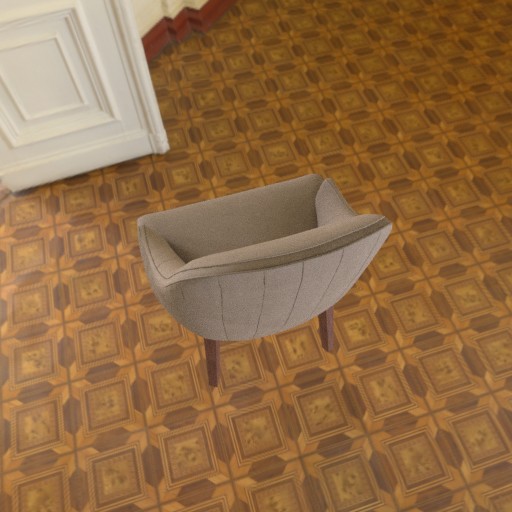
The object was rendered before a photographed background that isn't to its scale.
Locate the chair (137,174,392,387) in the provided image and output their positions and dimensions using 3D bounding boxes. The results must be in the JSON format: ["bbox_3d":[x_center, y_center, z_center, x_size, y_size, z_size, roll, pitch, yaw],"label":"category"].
[{"bbox_3d":[0.000,0.000,1.282,0.643,0.889,0.575,-15,61,-9],"label":"chair"}]
